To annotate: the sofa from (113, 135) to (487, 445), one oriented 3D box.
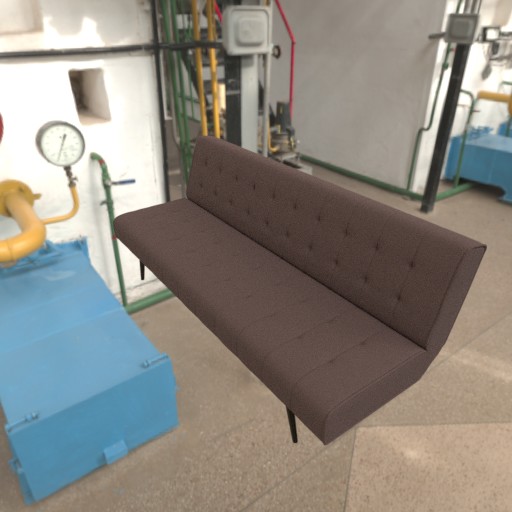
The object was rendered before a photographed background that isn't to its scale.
[{"bbox_3d":[0.000,0.000,2.047,0.747,0.699,1.703,-20,35,-31],"label":"sofa"}]
